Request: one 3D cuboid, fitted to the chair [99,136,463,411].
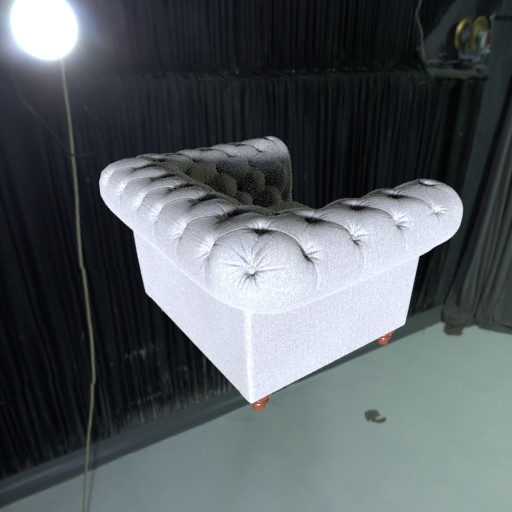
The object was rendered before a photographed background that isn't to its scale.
[{"bbox_3d":[0.000,0.000,1.921,0.976,0.770,1.270,-17,31,-31],"label":"chair"}]
